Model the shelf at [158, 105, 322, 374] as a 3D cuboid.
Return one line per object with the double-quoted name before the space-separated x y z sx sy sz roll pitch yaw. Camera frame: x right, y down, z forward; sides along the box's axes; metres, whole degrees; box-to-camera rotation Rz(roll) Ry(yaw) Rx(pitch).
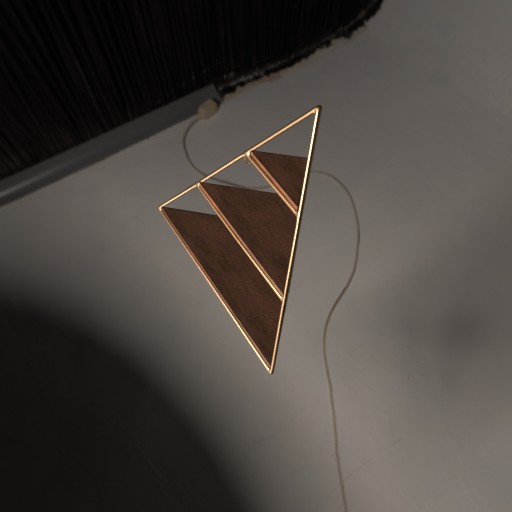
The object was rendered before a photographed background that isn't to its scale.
"shelf" 0.000 0.000 1.190 0.294 0.913 0.564 -31 67 -15
